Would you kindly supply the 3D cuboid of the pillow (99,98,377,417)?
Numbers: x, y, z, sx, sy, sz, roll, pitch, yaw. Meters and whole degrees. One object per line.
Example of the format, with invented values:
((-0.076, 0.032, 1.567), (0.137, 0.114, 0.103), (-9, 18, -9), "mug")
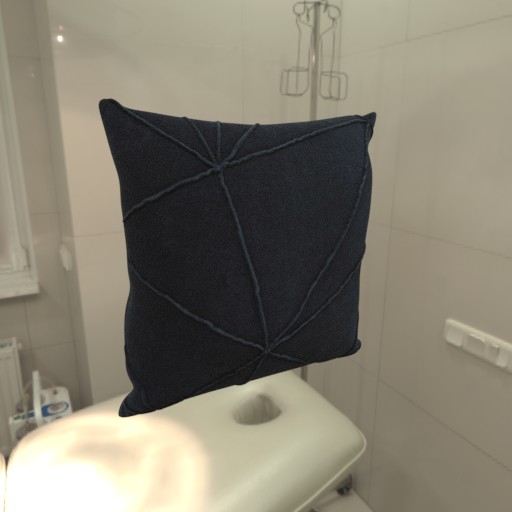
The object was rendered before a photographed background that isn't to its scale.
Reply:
((0.000, 0.000, 0.675), (0.439, 0.440, 0.183), (-8, 17, -26), "pillow")
